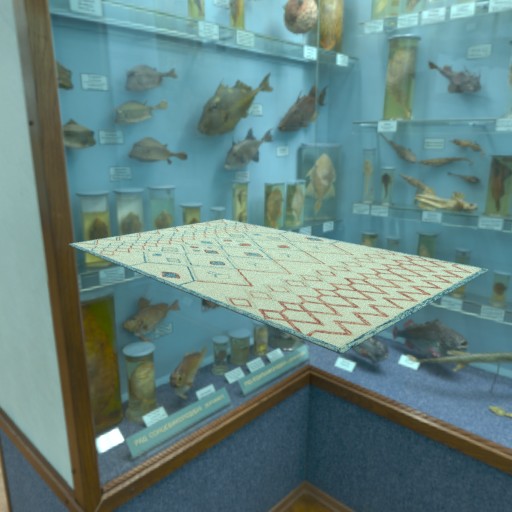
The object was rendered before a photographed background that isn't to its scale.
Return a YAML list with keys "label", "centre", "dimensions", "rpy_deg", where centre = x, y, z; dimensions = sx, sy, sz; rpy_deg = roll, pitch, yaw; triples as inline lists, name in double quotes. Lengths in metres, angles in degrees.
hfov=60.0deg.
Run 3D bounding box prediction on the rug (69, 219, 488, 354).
- label: "rug"
  centre: [0.000, 0.000, 2.985]
  dimensions: [1.524, 0.015, 2.438]
  rpy_deg: [-14, 20, -43]
